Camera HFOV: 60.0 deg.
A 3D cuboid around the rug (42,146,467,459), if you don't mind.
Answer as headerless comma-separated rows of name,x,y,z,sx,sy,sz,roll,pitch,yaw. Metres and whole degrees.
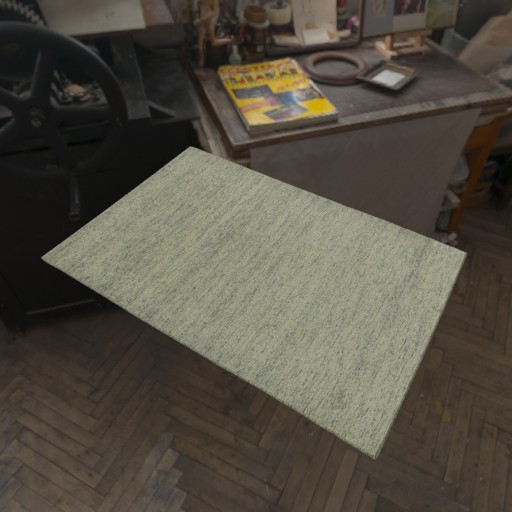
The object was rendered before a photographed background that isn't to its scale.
rug,0.000,0.000,2.304,1.846,0.014,1.243,25,52,22
